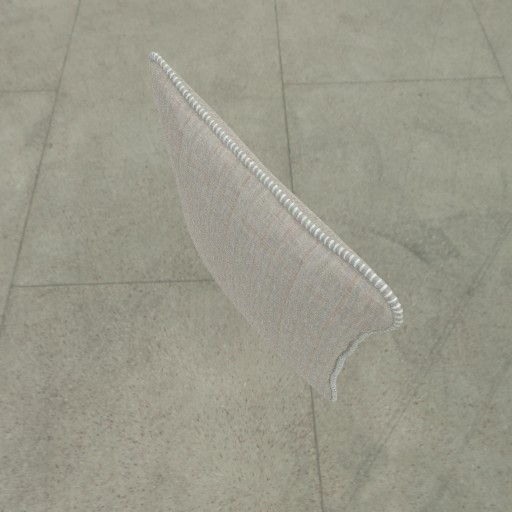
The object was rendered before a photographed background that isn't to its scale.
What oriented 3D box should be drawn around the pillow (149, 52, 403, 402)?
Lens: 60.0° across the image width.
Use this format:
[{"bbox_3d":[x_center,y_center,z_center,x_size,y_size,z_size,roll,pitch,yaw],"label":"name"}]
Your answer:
[{"bbox_3d":[0.000,0.000,0.726,0.124,0.494,0.485,-34,67,-17],"label":"pillow"}]
